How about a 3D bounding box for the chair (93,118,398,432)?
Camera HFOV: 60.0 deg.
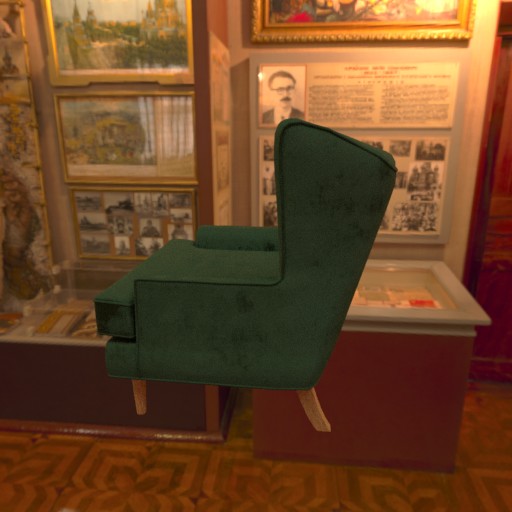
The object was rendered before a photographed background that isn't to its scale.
[{"bbox_3d":[0.000,0.000,1.631,0.910,0.952,0.793,2,16,7],"label":"chair"}]
